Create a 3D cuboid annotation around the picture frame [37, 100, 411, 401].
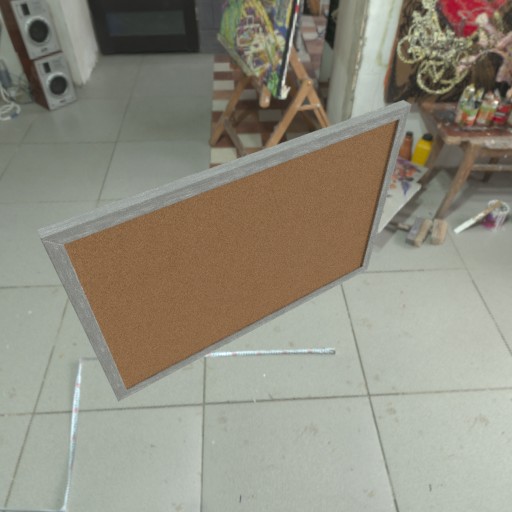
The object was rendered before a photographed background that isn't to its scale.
[{"bbox_3d":[0.000,0.000,1.224,0.950,0.640,0.029,-25,51,-22],"label":"picture frame"}]
